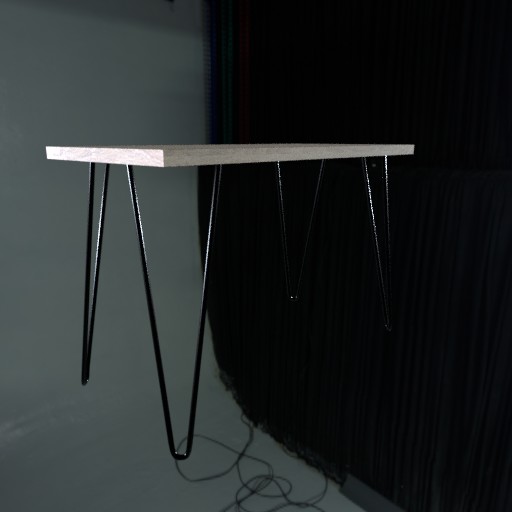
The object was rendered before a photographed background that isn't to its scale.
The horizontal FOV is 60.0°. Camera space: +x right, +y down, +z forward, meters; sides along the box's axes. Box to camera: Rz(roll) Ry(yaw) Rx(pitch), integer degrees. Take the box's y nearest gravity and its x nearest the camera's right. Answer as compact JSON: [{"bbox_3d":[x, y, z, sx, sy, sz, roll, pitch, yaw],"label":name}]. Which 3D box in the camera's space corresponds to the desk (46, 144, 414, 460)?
[{"bbox_3d":[0.000,0.000,1.366,0.499,0.660,0.991,14,20,42],"label":"desk"}]
